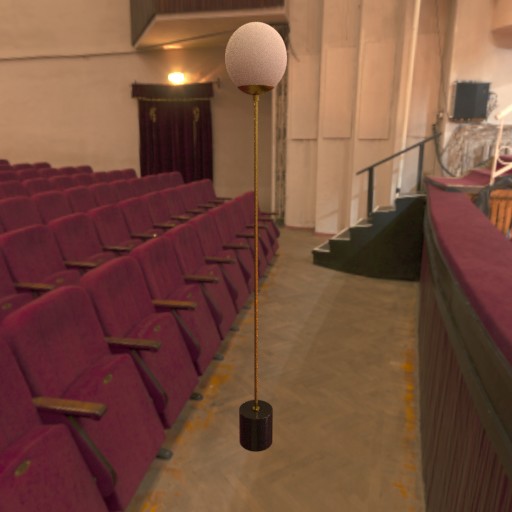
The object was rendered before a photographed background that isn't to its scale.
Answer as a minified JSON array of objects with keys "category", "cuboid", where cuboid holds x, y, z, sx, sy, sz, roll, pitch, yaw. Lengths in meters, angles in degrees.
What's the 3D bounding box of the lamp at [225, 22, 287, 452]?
[{"category":"lamp","cuboid":[0.000,0.000,1.824,0.229,1.748,0.229,3,14,10]}]
